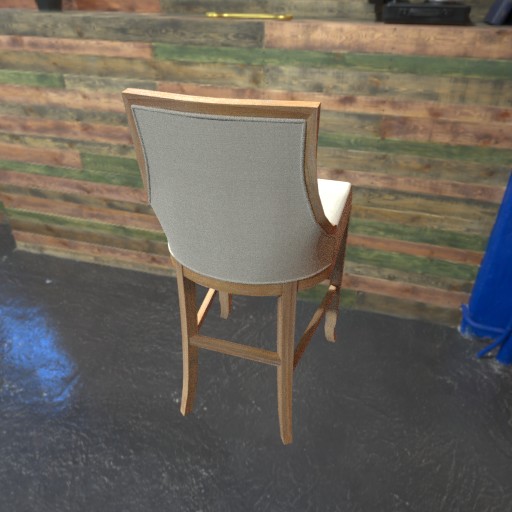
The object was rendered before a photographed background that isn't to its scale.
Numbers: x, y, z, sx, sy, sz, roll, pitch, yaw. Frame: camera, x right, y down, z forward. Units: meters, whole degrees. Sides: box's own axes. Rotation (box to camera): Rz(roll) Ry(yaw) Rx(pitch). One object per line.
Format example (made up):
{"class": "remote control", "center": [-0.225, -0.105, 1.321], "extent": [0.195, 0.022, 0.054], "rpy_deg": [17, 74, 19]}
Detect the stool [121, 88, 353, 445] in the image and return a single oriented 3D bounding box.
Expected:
{"class": "stool", "center": [0.000, 0.000, 1.426], "extent": [0.524, 1.101, 0.626], "rpy_deg": [10, 33, 15]}
